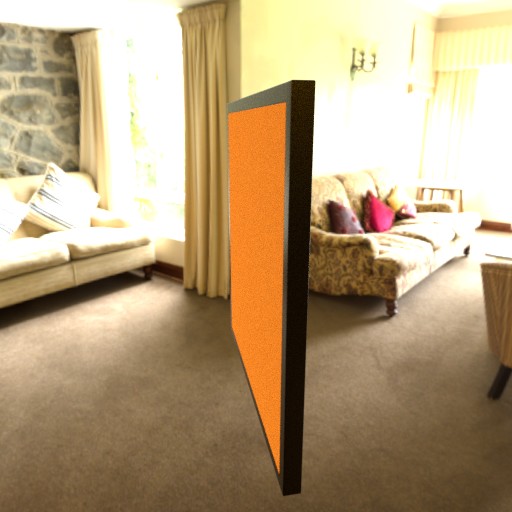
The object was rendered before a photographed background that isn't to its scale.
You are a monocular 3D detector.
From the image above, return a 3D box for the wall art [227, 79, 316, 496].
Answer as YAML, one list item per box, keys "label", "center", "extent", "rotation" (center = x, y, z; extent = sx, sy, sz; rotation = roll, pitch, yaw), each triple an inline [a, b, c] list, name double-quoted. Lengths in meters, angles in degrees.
- label: "wall art"
  center: [0.000, 0.000, 1.118]
  extent: [0.038, 0.761, 0.755]
  rotation: [-3, 17, -10]
